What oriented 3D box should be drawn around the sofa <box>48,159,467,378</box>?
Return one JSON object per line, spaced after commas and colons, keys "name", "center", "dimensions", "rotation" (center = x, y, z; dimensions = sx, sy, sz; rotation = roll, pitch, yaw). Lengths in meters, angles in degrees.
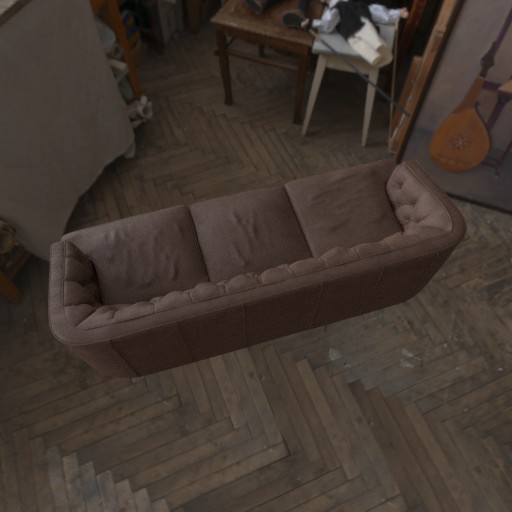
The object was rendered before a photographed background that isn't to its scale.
{"name": "sofa", "center": [0.000, 0.000, 2.679], "dimensions": [2.227, 0.787, 0.927], "rotation": [-14, 61, -8]}
